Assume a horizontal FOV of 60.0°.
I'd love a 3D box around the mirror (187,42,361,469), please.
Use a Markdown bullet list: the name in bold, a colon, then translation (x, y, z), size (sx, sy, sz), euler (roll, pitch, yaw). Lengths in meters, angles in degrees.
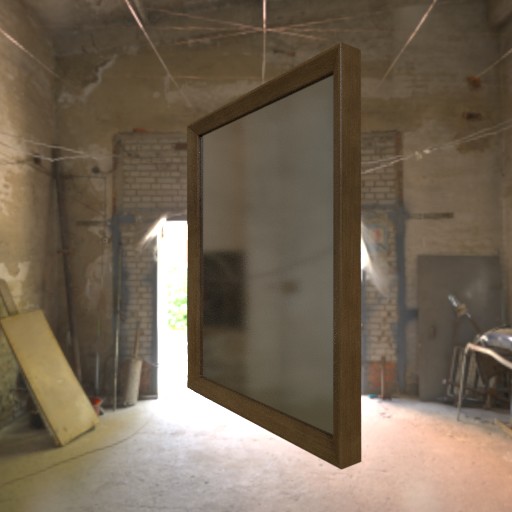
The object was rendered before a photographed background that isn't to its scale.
- **mirror**: translation (0.000, 0.000, 0.703), size (0.041, 0.509, 0.406), euler (0, 0, -35)
